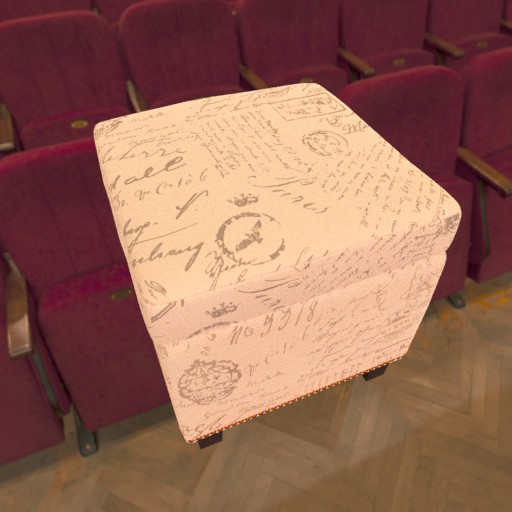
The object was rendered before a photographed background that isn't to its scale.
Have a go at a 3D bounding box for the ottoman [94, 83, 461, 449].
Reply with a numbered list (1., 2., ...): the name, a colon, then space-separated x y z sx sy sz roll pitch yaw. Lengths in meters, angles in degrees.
1. ottoman: 0.000 0.000 0.822 0.449 0.457 0.450 -17 47 -16
